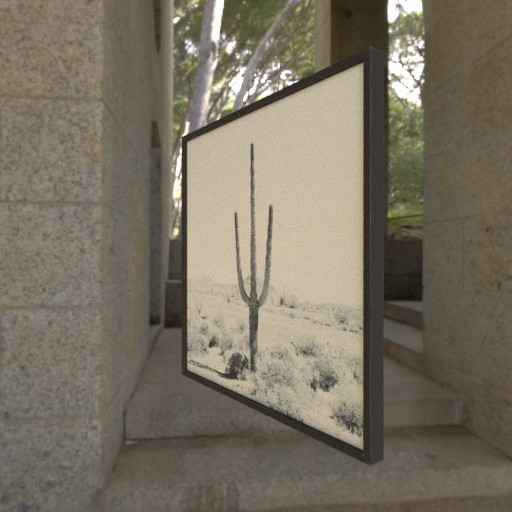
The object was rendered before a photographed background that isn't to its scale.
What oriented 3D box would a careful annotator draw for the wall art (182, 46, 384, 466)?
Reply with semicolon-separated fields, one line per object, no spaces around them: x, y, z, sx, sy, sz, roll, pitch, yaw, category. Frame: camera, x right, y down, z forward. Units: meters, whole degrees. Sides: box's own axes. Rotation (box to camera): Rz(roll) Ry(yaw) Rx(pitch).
0.000;0.000;1.125;0.038;0.762;0.762;0;0;-36;wall art
